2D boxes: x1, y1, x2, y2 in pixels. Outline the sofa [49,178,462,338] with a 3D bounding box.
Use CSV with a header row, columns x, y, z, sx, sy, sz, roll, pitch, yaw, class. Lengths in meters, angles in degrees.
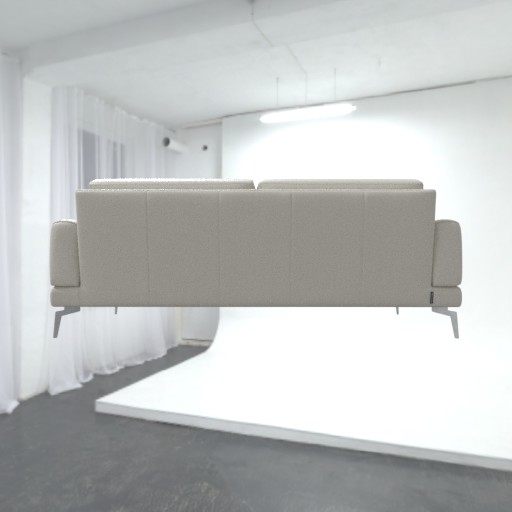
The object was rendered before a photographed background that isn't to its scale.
x,y,z,sx,sy,sz,roll,pitch,yaw,class
0.000,0.000,2.467,1.940,0.765,0.974,0,0,0,sofa
